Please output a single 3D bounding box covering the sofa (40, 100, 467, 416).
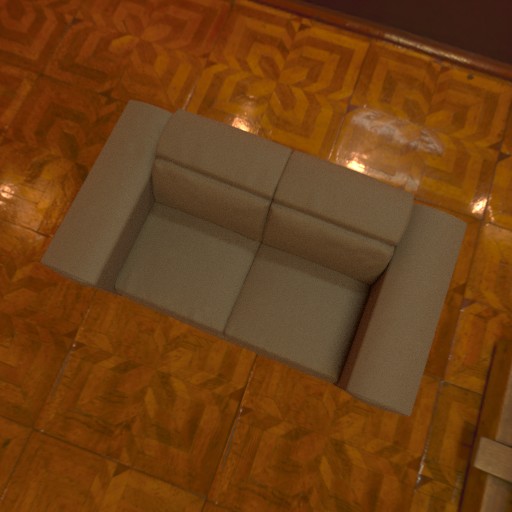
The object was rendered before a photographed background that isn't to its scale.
[{"bbox_3d":[0.000,0.000,2.390,1.895,0.779,1.003,21,76,6],"label":"sofa"}]
